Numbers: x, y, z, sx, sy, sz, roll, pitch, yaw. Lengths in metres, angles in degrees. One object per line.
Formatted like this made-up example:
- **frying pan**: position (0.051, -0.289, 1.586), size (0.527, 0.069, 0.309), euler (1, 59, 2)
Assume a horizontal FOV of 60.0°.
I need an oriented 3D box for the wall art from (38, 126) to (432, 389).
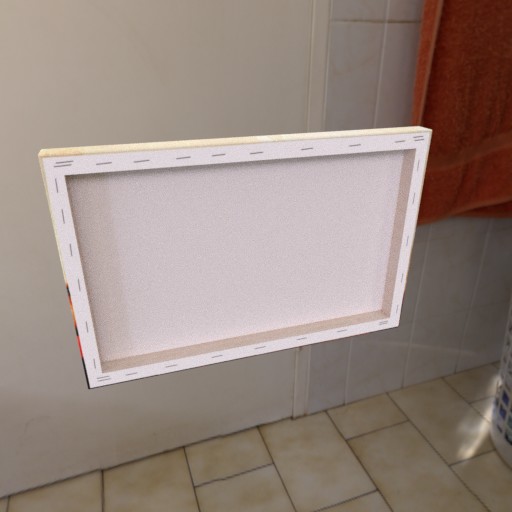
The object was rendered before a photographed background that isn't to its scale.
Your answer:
- **wall art**: position (0.000, 0.000, 0.769), size (0.613, 0.402, 0.040), euler (-8, 27, -16)
